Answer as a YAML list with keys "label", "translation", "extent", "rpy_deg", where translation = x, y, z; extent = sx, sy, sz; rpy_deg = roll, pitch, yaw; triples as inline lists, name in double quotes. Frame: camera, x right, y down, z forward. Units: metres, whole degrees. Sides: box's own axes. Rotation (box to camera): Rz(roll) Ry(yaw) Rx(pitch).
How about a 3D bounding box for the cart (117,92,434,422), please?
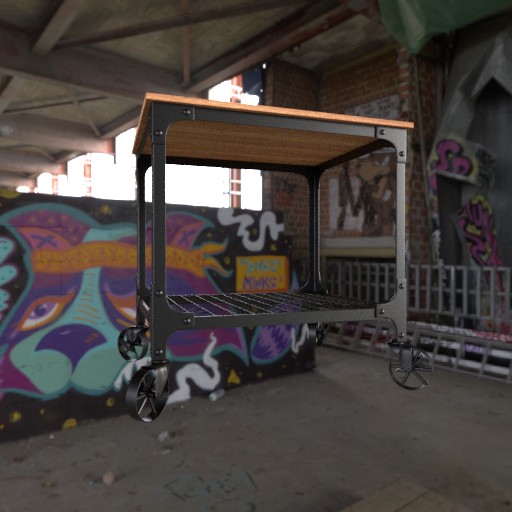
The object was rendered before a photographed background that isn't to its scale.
- label: "cart"
  translation: [0.000, 0.000, 1.136]
  extent: [0.666, 0.603, 0.558]
  rpy_deg: [0, 0, -19]
